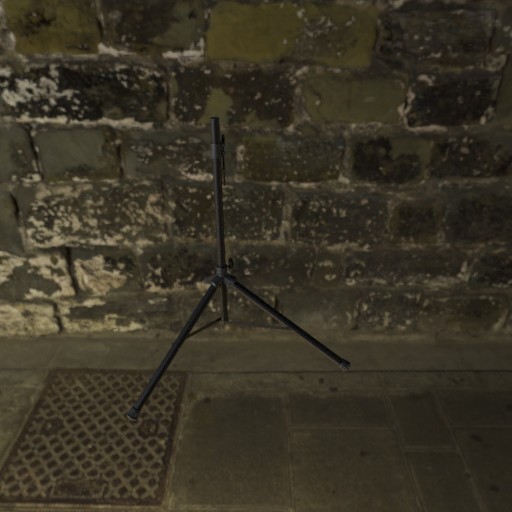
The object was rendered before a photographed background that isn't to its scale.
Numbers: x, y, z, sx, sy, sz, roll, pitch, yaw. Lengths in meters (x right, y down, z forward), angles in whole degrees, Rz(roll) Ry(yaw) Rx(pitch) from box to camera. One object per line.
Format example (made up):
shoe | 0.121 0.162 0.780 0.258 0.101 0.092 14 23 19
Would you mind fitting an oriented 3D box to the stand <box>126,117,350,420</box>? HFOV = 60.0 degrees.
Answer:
stand | 0.000 0.000 1.877 0.907 1.136 1.045 8 33 12
